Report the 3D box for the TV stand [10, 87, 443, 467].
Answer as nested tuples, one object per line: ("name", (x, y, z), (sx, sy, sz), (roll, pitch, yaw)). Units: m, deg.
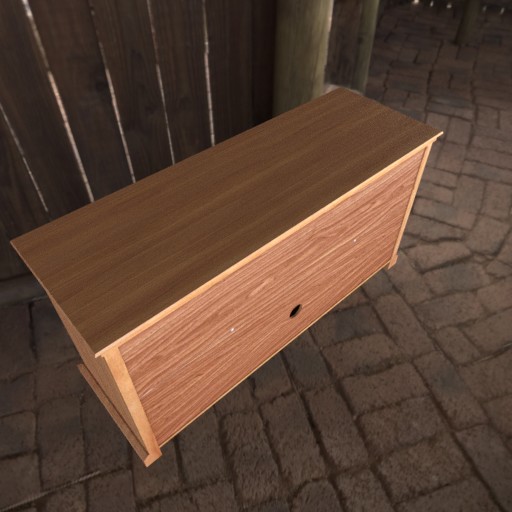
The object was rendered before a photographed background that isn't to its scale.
("TV stand", (0.000, 0.000, 1.413), (1.181, 0.607, 0.417), (-33, 54, -28))
